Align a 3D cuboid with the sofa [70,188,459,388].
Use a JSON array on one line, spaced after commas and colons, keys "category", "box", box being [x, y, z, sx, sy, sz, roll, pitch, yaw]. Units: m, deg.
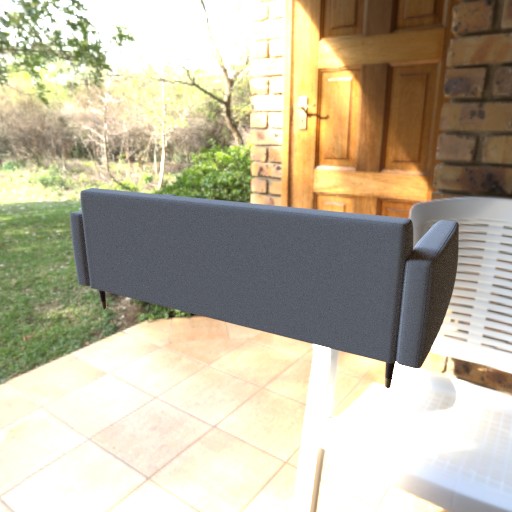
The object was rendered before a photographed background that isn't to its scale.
[{"category": "sofa", "box": [0.000, 0.000, 2.800, 2.291, 0.821, 0.990, 9, 19, 28]}]
